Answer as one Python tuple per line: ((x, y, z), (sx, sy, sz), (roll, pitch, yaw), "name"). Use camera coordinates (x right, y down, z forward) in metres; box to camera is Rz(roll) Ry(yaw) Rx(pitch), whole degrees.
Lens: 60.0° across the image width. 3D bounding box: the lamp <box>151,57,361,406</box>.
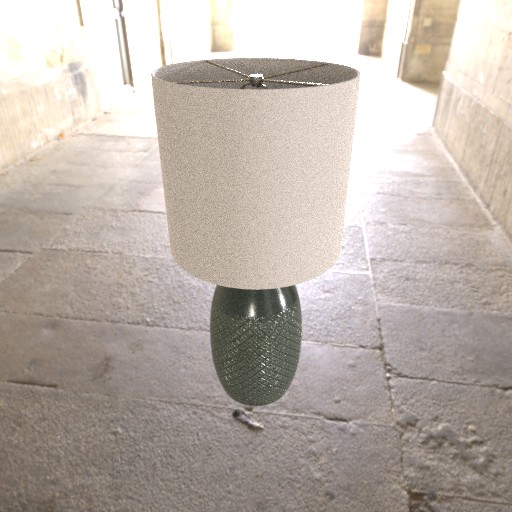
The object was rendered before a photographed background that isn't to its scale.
((0.000, 0.000, 0.580), (0.217, 0.453, 0.217), (-21, 37, -31), "lamp")
